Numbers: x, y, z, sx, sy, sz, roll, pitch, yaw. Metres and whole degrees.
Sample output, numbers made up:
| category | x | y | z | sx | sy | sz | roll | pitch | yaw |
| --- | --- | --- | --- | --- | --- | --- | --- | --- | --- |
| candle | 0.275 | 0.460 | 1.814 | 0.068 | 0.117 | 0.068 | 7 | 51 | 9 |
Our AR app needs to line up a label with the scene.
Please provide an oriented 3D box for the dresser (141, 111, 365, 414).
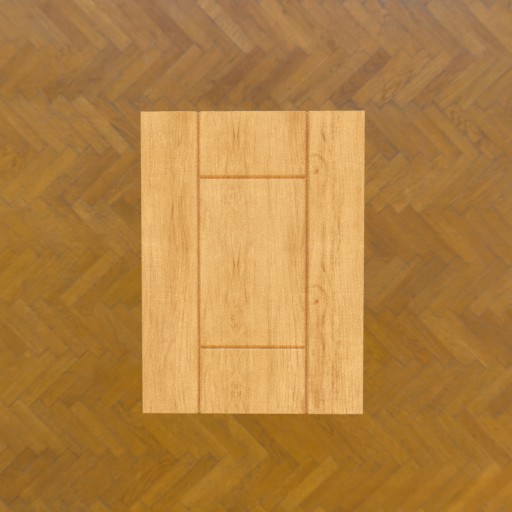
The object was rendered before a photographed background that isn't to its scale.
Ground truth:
| category | x | y | z | sx | sy | sz | roll | pitch | yaw |
| --- | --- | --- | --- | --- | --- | --- | --- | --- | --- |
| dresser | 0.000 | 0.000 | 1.298 | 0.390 | 1.041 | 0.531 | 0 | 92 | 1 |
